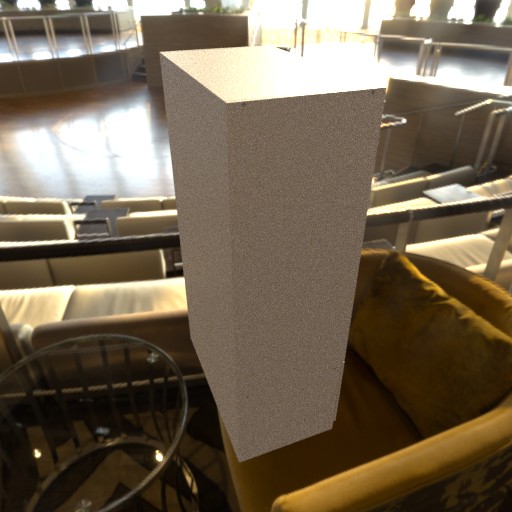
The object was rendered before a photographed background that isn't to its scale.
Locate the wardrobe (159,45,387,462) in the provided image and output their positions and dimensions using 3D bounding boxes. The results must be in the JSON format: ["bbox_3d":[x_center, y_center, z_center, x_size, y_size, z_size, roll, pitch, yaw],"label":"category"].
[{"bbox_3d":[0.000,0.000,2.264,0.577,1.808,0.991,-12,35,-18],"label":"wardrobe"}]
